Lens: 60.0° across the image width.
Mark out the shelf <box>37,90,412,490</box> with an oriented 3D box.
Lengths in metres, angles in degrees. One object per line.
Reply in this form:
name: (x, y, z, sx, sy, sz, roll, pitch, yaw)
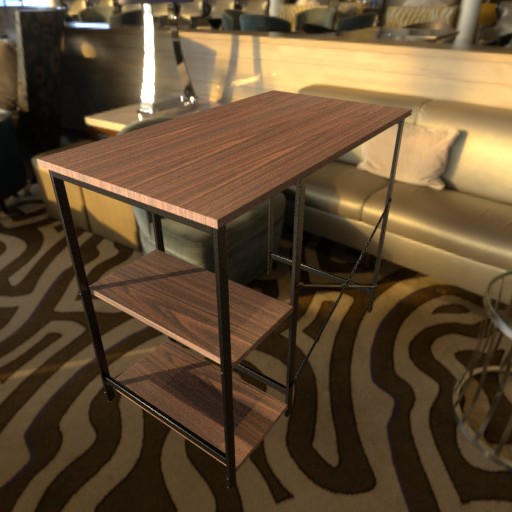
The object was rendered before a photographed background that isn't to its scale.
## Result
shelf: (0.000, 0.000, 1.322, 0.498, 0.750, 0.902, 20, 37, 30)
